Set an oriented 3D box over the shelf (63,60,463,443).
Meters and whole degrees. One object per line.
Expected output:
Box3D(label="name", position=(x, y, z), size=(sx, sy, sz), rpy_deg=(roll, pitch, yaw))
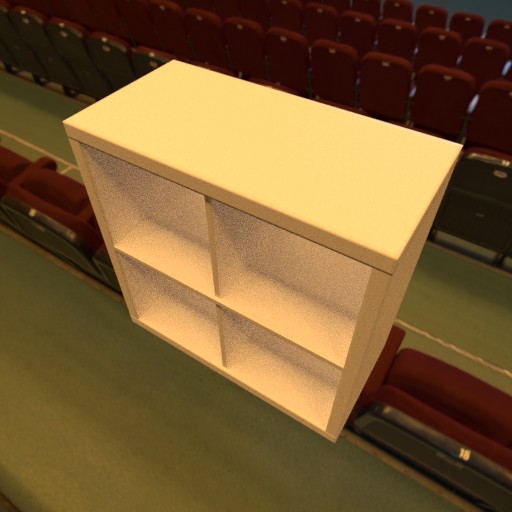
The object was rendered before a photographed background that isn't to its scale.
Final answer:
Box3D(label="shelf", position=(0.000, 0.000, 1.256), size=(0.790, 0.786, 0.390), rpy_deg=(25, 52, 22))
